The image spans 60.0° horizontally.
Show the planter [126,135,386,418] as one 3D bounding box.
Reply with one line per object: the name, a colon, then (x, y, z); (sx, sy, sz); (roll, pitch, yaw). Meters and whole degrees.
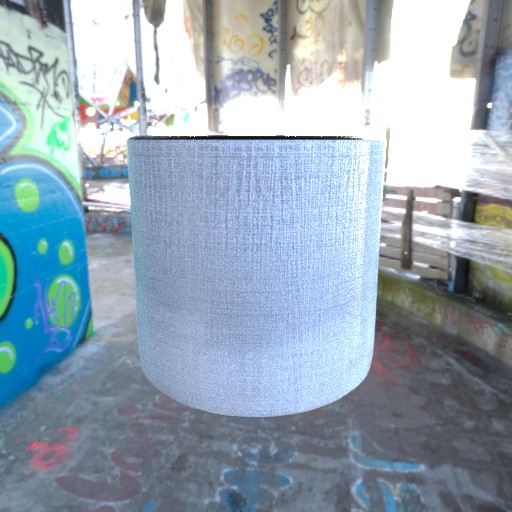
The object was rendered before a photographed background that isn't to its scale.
planter: (0.000, 0.000, 0.298); (0.160, 0.156, 0.160); (0, 15, 0)
